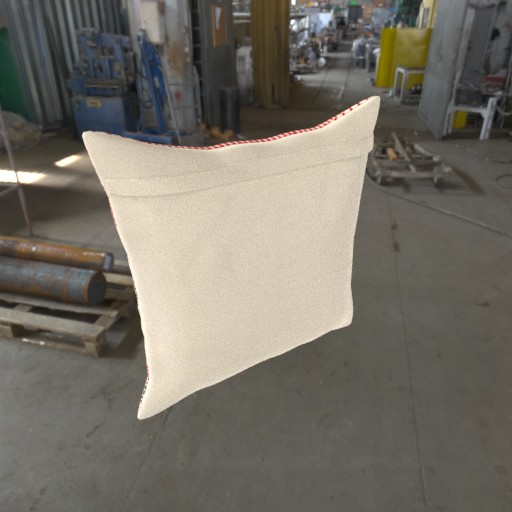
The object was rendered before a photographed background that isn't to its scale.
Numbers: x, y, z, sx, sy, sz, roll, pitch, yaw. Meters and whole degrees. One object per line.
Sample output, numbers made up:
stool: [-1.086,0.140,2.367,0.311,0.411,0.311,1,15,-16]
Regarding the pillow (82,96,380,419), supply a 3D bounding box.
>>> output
pillow: [0.000,0.000,0.710,0.463,0.454,0.160,-18,33,-29]
